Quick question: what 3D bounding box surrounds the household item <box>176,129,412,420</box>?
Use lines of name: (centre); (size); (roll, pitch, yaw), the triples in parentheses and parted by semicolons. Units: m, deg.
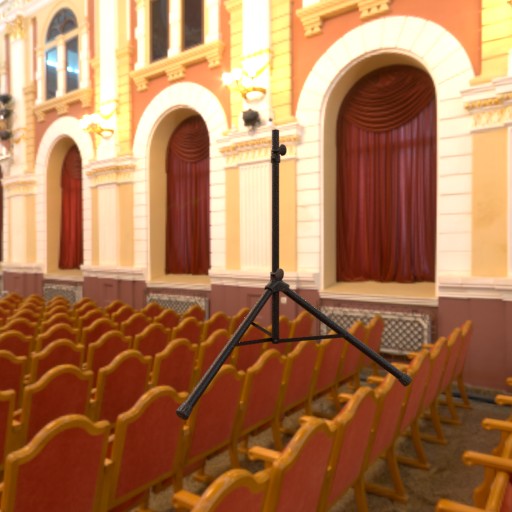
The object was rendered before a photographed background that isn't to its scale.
household item: (0.000, 0.000, 1.882); (1.045, 1.136, 0.907); (0, 0, 37)
